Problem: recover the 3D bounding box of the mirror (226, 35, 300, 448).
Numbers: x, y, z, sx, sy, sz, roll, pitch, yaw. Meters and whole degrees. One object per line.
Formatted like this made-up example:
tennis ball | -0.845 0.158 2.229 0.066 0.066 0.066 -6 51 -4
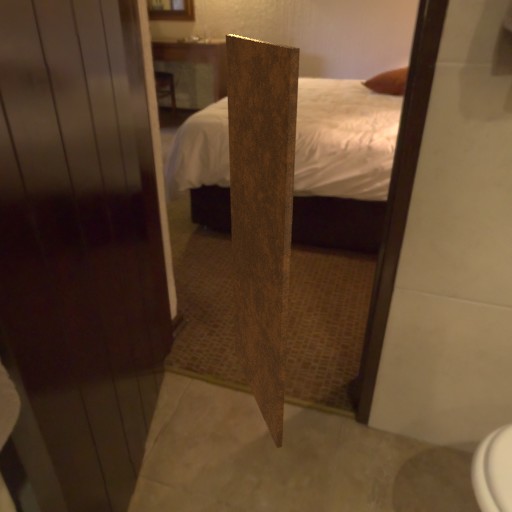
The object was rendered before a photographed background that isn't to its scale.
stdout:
mirror | 0.000 0.000 2.317 0.032 2.031 0.812 -10 31 -16
